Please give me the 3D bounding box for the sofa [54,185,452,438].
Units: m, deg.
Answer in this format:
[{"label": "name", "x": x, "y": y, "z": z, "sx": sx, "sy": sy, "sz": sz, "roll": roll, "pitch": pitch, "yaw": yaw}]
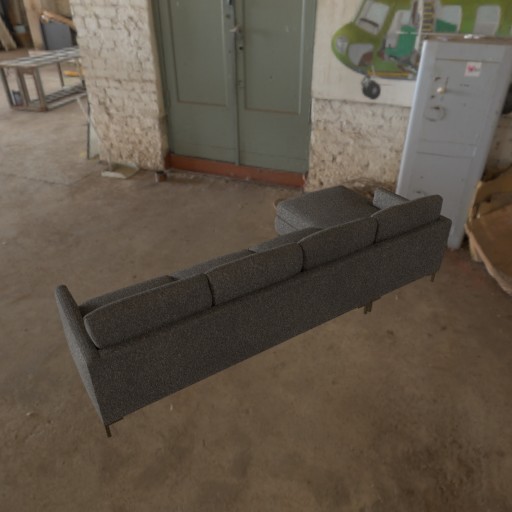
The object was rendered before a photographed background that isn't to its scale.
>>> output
[{"label": "sofa", "x": 0.000, "y": 0.000, "z": 3.452, "sx": 2.932, "sy": 0.810, "sz": 1.350, "roll": -19, "pitch": 37, "yaw": -27}]
